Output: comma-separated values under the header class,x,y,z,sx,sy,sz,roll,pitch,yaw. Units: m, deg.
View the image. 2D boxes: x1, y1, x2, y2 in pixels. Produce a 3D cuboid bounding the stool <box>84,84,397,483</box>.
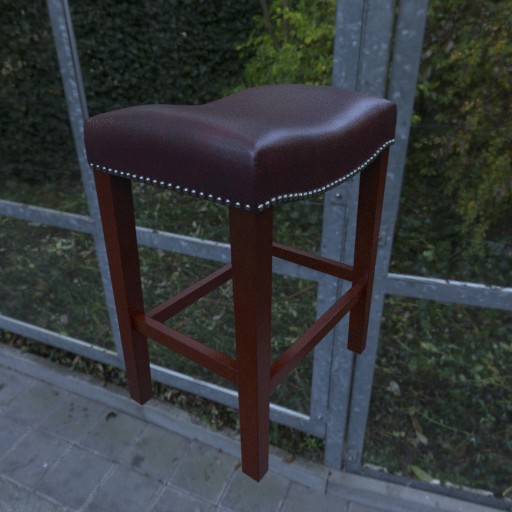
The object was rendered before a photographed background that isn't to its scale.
class,x,y,z,sx,sy,sz,roll,pitch,yaw
stool,0.000,0.000,0.957,0.372,0.657,0.504,19,33,32
